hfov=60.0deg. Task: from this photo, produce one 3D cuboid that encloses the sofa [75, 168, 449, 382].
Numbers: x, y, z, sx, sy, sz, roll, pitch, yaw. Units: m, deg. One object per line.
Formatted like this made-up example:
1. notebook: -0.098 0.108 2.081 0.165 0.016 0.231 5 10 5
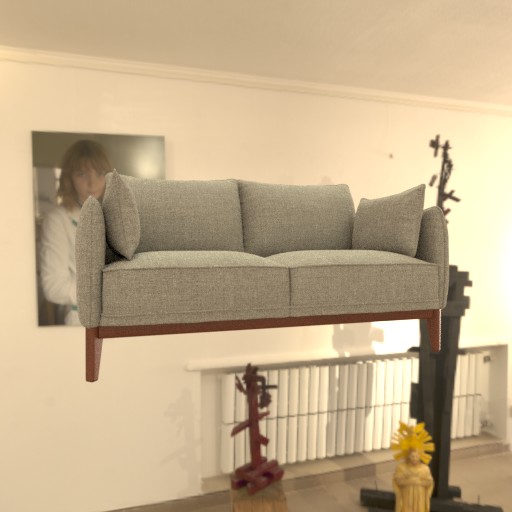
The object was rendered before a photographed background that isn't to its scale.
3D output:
1. sofa: 0.000 0.000 2.138 1.580 0.851 0.972 -1 2 -17
